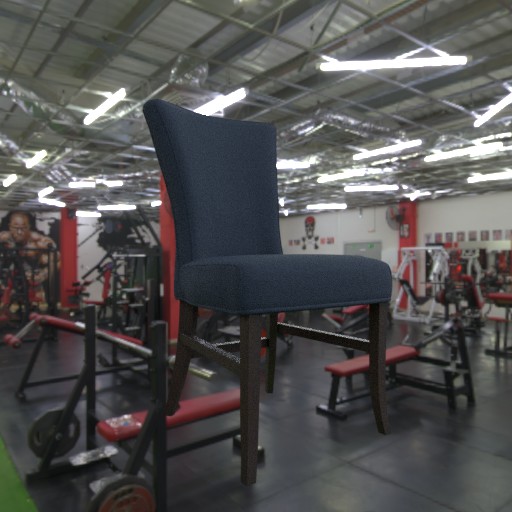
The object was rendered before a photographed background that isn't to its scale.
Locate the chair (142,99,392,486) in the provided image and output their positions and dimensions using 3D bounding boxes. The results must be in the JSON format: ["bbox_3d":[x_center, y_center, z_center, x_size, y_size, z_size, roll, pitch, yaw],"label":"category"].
[{"bbox_3d":[0.000,0.000,1.345,0.520,0.991,0.660,0,0,-36],"label":"chair"}]
